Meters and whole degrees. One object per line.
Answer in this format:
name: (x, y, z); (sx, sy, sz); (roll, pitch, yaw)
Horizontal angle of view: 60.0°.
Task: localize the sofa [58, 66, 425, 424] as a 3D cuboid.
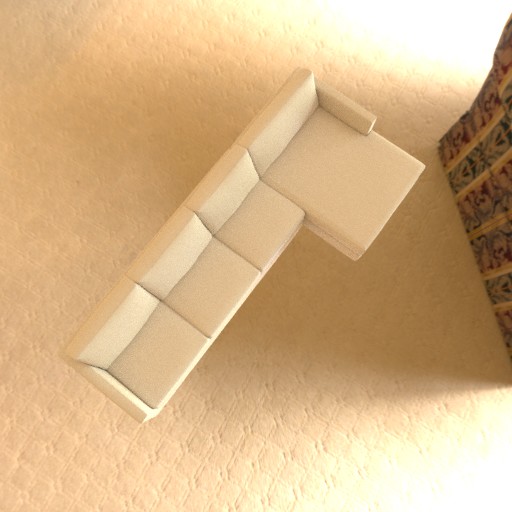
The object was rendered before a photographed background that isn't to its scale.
sofa: (0.000, 0.000, 4.156); (1.599, 0.954, 3.471); (36, 79, 8)
